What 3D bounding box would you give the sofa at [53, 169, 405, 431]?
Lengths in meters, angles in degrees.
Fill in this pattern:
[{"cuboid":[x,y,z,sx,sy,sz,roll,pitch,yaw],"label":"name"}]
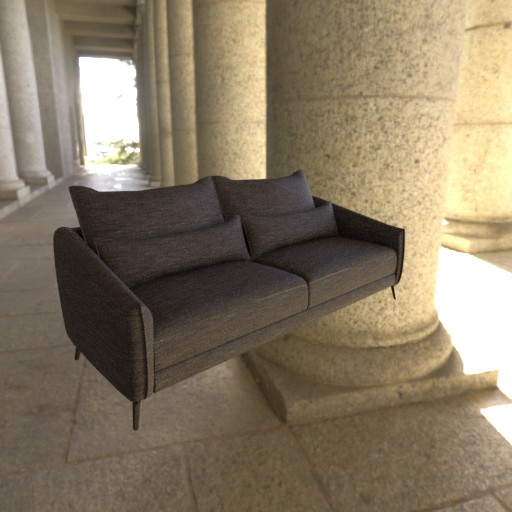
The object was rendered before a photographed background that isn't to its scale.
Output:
[{"cuboid":[0.000,0.000,2.464,2.019,0.843,0.807,-14,20,-43],"label":"sofa"}]
